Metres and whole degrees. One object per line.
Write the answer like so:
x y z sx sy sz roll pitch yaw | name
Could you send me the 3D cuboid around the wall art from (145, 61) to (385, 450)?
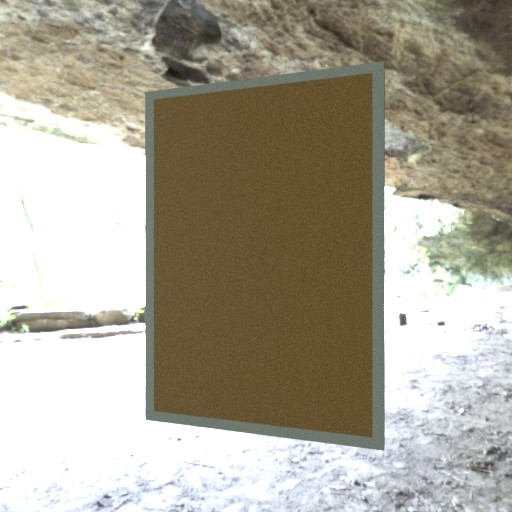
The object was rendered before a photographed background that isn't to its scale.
0.000 0.000 0.544 0.303 0.433 0.013 0 0 18 | wall art
